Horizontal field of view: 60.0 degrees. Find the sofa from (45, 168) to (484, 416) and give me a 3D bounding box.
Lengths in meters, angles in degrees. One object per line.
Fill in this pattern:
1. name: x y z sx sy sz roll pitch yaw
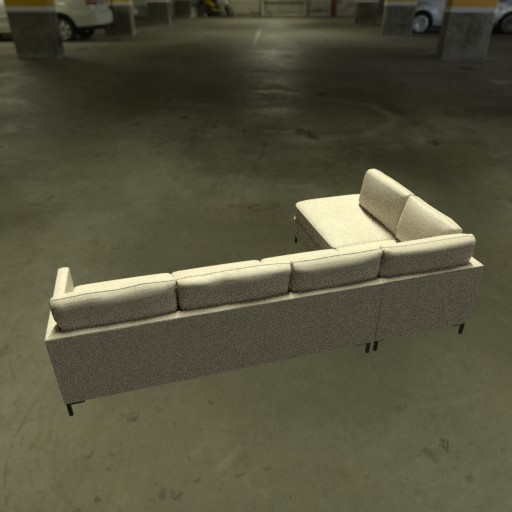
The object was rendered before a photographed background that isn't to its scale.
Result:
1. sofa: 0.000 0.000 4.186 3.384 0.996 2.048 -8 32 -13
